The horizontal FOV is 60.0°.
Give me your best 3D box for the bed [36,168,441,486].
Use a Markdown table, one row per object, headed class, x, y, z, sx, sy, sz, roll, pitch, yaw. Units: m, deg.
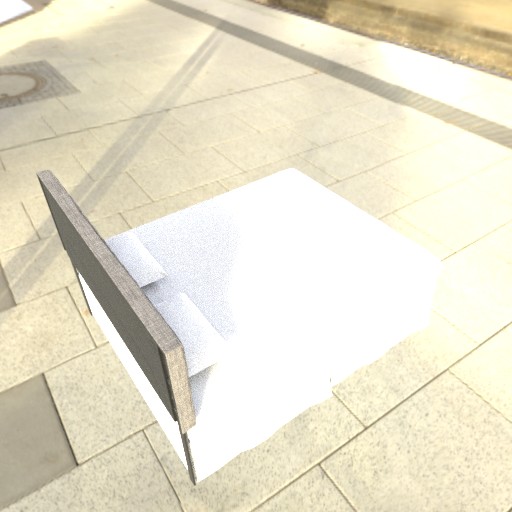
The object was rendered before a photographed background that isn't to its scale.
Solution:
| class | x | y | z | sx | sy | sz | roll | pitch | yaw |
| --- | --- | --- | --- | --- | --- | --- | --- | --- | --- |
| bed | 0.000 | 0.000 | 2.867 | 1.958 | 1.168 | 1.621 | -26 | 47 | -27 |
